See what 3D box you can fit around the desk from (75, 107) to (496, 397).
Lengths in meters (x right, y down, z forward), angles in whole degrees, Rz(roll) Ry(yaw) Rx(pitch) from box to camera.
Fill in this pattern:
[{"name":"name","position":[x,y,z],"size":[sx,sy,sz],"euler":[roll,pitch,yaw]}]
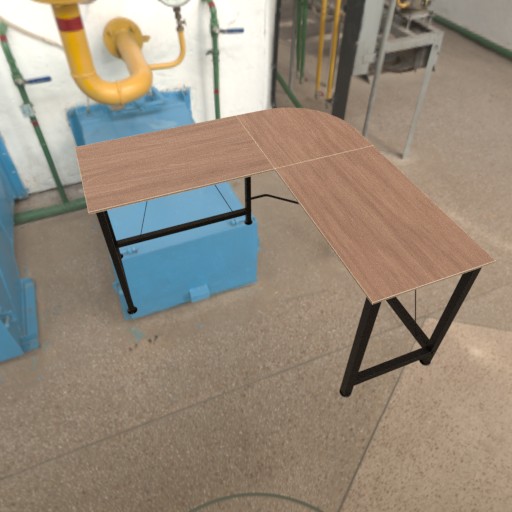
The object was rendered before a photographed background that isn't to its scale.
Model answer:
[{"name":"desk","position":[0.000,0.000,2.226],"size":[1.400,0.762,1.400],"euler":[-16,48,-15]}]
